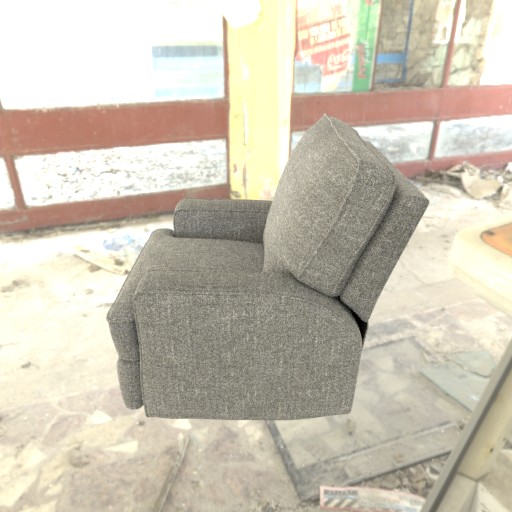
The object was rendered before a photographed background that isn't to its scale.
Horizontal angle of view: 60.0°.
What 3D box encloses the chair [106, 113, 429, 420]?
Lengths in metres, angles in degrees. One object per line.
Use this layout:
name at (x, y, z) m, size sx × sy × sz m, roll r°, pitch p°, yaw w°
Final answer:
chair at (0.000, 0.000, 1.705) m, size 0.964 × 0.962 × 0.861 m, roll 0°, pitch 27°, yaw 0°
